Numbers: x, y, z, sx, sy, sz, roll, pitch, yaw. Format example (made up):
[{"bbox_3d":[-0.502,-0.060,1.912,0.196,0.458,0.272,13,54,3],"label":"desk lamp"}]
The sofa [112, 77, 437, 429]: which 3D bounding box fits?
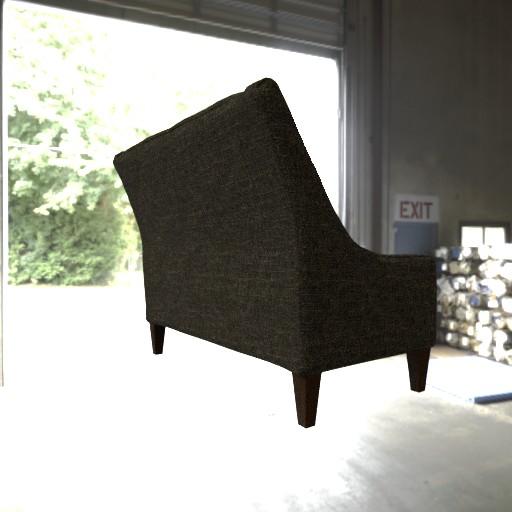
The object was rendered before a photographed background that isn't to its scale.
[{"bbox_3d":[0.000,0.000,1.936,0.870,1.021,1.242,-1,1,-36],"label":"sofa"}]
